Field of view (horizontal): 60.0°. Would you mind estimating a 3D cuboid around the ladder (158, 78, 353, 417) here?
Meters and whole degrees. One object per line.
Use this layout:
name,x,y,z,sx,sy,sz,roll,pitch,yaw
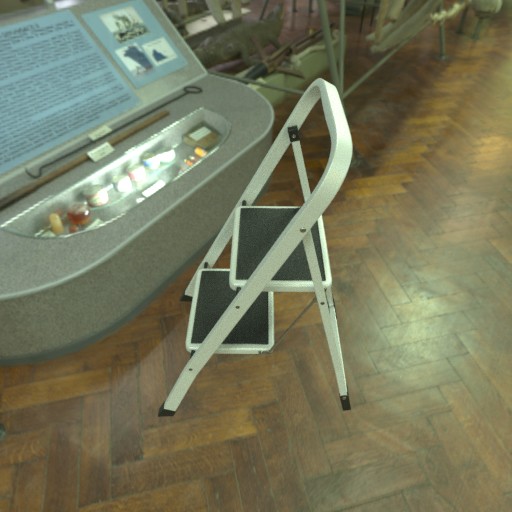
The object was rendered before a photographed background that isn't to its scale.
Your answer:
ladder,0.000,0.000,1.140,0.544,0.810,0.460,1,42,1
